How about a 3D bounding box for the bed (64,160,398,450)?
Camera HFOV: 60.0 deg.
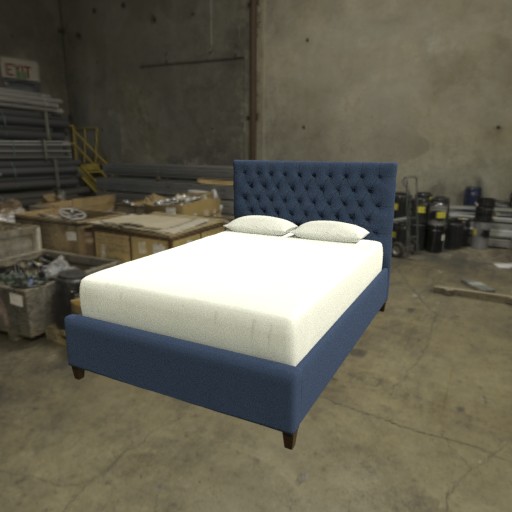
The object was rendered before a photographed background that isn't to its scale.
[{"bbox_3d":[0.000,0.000,3.542,1.706,1.427,2.387,7,15,26],"label":"bed"}]
